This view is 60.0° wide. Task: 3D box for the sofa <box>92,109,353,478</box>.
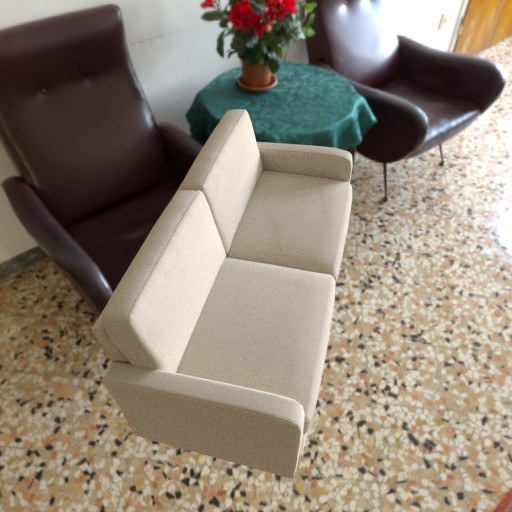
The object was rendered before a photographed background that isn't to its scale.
[{"bbox_3d":[0.000,0.000,2.345,0.894,0.831,1.808,11,47,10],"label":"sofa"}]
